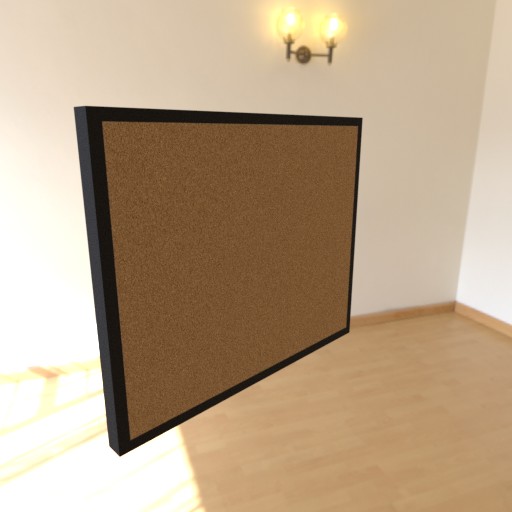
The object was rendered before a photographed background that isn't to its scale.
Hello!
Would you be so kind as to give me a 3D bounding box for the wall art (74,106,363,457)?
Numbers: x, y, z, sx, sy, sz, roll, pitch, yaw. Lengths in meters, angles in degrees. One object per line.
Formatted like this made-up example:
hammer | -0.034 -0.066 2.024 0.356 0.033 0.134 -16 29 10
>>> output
wall art | 0.000 0.000 0.742 0.554 0.454 0.030 -15 21 -43
